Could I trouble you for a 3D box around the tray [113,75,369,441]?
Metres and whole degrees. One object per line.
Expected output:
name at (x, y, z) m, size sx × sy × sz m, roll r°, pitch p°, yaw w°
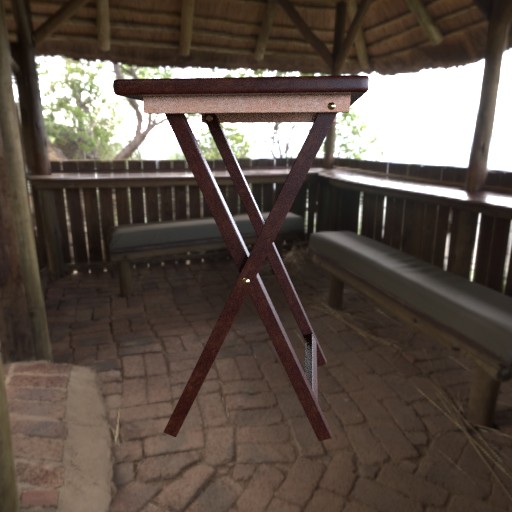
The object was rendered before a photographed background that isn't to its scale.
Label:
tray at (0.000, 0.000, 0.956) m, size 0.381 × 0.660 × 0.483 m, roll 2°, pitch 15°, yaw 7°
